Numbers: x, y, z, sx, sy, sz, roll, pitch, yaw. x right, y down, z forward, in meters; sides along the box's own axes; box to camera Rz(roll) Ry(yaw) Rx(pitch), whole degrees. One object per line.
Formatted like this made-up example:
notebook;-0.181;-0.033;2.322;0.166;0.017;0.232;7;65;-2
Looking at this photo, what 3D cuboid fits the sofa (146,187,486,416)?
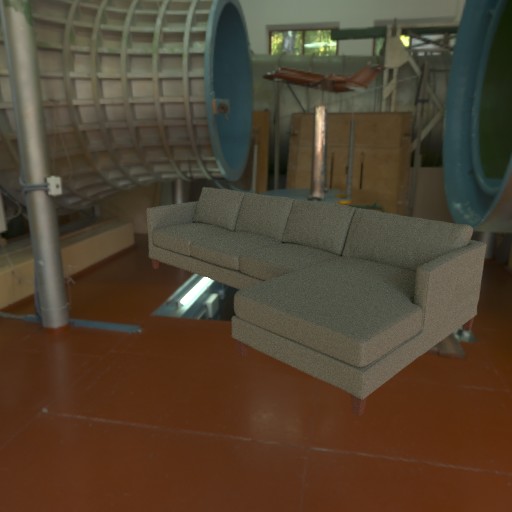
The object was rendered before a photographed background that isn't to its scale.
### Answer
sofa;0.000;0.000;3.837;1.625;0.861;3.186;-15;21;-43
